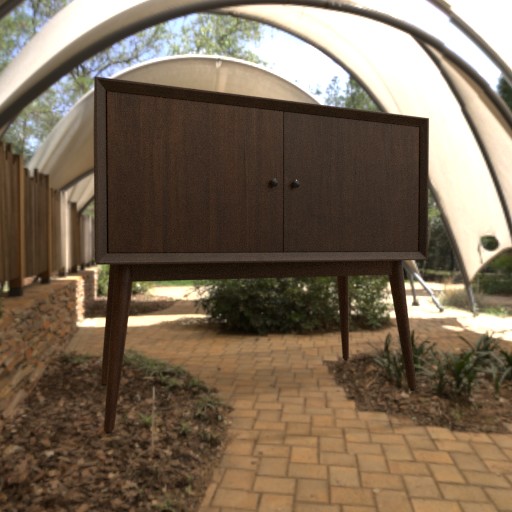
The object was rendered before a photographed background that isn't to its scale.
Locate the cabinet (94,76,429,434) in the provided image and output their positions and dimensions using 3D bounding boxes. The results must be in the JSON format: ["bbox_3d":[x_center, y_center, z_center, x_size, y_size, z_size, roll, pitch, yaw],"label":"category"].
[{"bbox_3d":[0.000,0.000,1.090,0.743,0.654,0.354,-1,1,-20],"label":"cabinet"}]
